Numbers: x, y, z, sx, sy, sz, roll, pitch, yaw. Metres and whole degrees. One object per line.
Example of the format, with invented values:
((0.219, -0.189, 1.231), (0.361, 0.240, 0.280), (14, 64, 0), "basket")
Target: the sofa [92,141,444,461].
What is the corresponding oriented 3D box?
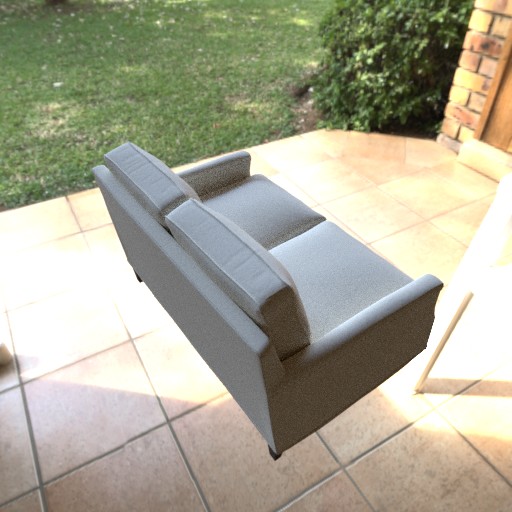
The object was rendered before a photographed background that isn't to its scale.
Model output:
((0.000, 0.000, 2.329), (1.084, 1.003, 1.597), (-25, 46, -27), "sofa")
